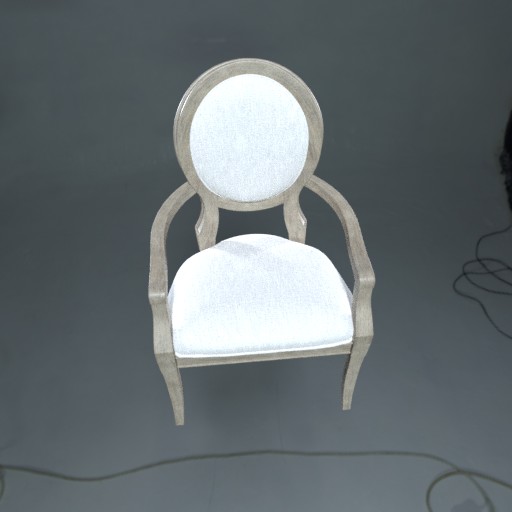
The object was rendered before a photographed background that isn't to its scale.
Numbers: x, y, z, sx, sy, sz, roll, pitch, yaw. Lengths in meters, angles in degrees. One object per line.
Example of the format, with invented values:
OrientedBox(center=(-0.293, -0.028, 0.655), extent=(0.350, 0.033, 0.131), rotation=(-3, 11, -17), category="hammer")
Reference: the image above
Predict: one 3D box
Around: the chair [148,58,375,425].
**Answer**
OrientedBox(center=(0.000, 0.000, 1.381), extent=(0.611, 0.991, 0.602), rotation=(-4, 47, -4), category="chair")
